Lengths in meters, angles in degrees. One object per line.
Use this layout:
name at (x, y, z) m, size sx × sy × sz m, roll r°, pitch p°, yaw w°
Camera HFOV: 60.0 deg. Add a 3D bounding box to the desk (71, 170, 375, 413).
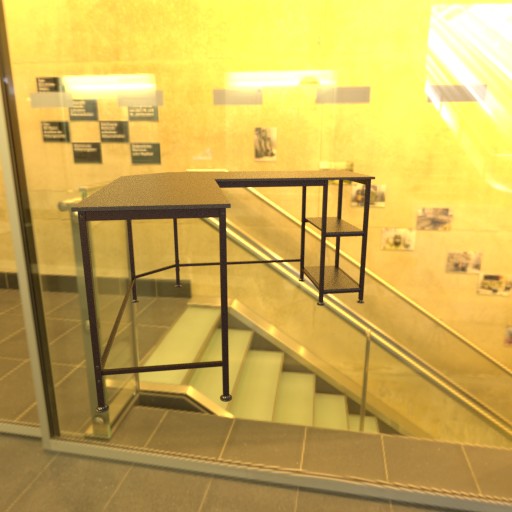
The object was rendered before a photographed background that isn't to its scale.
desk at (0.000, 0.000, 2.238) m, size 1.379 × 0.739 × 1.379 m, roll -2°, pitch 15°, yaw -8°
